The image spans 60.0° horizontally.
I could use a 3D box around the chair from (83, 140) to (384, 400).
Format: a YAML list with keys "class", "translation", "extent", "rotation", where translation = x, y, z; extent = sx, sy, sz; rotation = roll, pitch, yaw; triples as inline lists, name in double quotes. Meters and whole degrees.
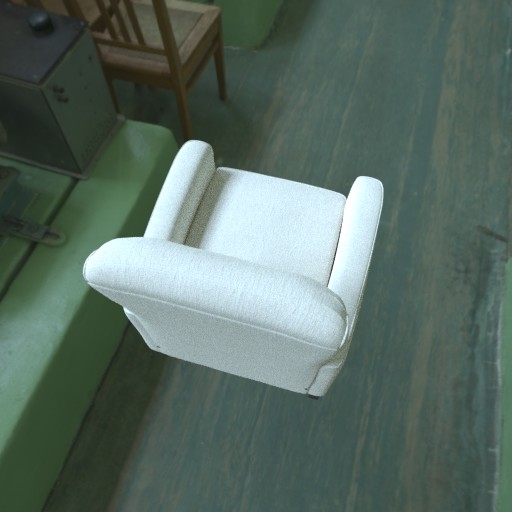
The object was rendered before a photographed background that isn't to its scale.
- class: "chair"
  translation: [0.000, 0.000, 1.674]
  extent: [0.841, 1.028, 0.858]
  rotation: [14, 62, 7]
